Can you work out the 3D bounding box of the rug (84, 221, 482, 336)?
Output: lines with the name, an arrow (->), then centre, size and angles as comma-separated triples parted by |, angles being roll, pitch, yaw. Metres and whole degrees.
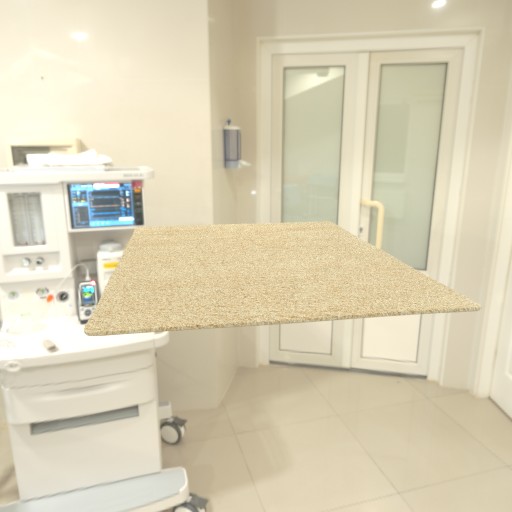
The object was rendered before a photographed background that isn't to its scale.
rug -> 0.000, 0.000, 4.007 | 2.401, 0.025, 3.001 | -2, 15, -9
